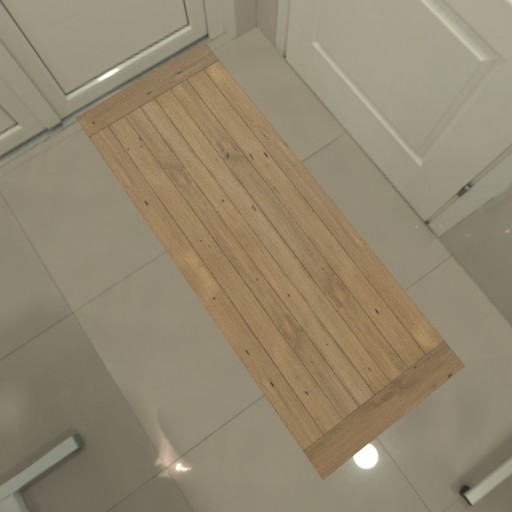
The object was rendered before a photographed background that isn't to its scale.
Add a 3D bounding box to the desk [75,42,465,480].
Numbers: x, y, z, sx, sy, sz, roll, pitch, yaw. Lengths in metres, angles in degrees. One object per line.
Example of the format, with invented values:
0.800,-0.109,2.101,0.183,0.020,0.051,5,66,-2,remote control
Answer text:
0.000,0.000,2.202,0.688,0.760,1.803,-34,78,-8,desk
